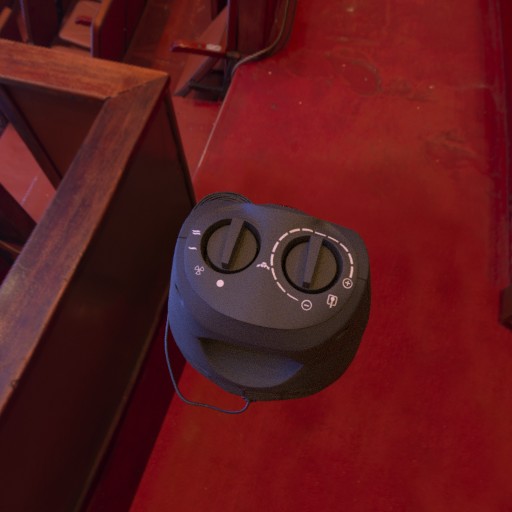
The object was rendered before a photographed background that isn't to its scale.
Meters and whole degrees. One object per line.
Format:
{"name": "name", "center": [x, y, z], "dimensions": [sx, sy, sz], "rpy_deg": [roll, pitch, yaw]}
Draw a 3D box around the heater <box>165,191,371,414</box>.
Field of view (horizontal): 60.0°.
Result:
{"name": "heater", "center": [0.000, 0.000, 0.458], "dimensions": [0.239, 0.240, 0.291], "rpy_deg": [13, 64, 6]}
